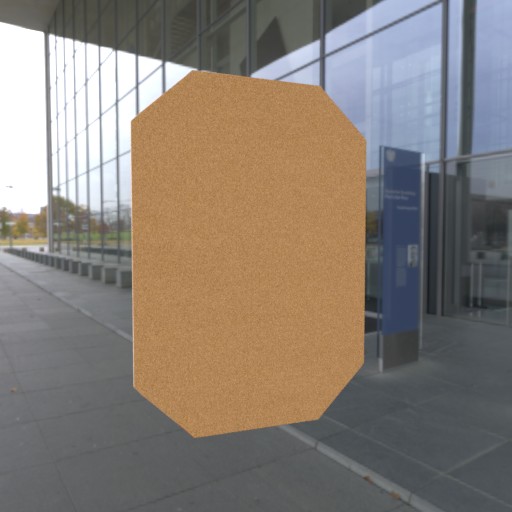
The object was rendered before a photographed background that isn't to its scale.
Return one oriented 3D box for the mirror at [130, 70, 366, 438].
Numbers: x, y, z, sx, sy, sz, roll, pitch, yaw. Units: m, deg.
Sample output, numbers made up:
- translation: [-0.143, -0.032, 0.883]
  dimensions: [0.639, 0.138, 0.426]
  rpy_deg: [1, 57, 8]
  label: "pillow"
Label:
- translation: [0.000, 0.000, 1.312]
  dimensions: [0.709, 1.015, 0.061]
  rpy_deg: [-1, 3, -19]
  label: "mirror"
